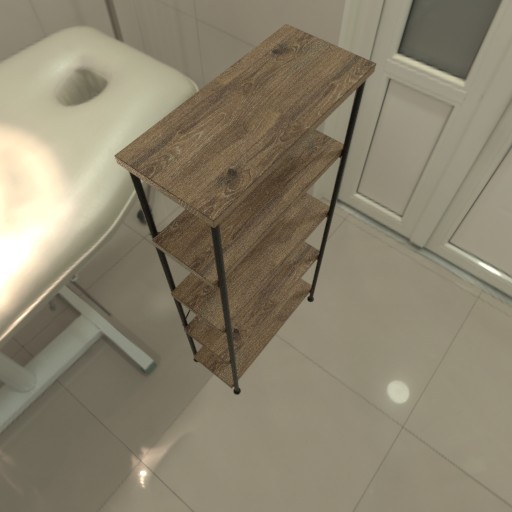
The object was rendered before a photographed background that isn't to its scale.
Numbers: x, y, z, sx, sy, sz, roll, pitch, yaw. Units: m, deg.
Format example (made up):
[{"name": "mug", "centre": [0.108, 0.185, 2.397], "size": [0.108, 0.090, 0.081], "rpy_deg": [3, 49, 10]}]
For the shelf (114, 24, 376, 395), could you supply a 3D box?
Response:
[{"name": "shelf", "centre": [0.000, 0.000, 2.043], "size": [0.360, 1.700, 0.800], "rpy_deg": [34, 64, 19]}]
